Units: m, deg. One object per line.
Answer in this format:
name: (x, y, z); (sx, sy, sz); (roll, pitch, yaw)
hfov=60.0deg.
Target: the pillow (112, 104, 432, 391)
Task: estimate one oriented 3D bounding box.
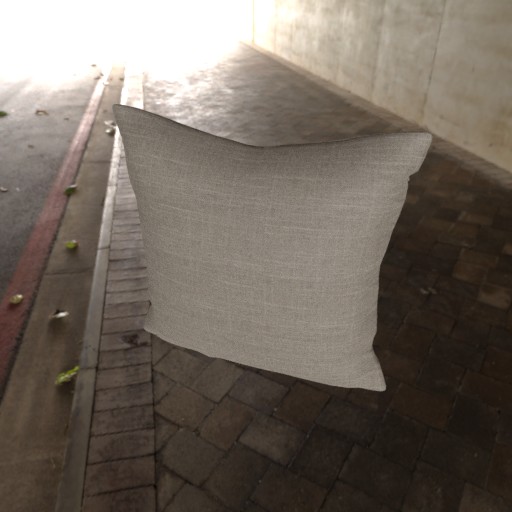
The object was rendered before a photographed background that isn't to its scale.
pillow: (0.000, 0.000, 0.642); (0.424, 0.400, 0.169); (11, 33, 17)
